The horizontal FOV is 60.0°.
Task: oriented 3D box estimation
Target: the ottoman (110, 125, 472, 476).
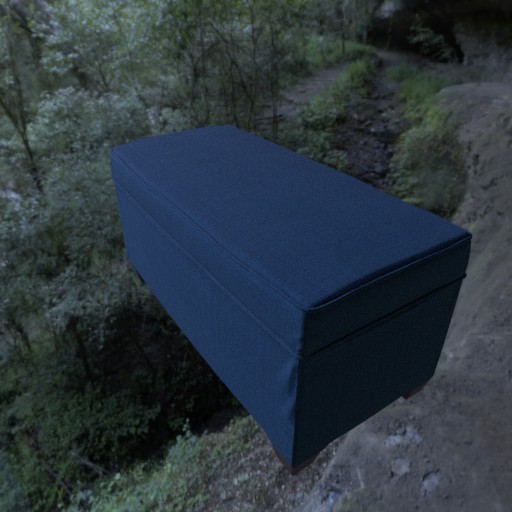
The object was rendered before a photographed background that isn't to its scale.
[{"bbox_3d":[0.000,0.000,1.202,0.474,0.474,0.943,-20,37,-28],"label":"ottoman"}]
